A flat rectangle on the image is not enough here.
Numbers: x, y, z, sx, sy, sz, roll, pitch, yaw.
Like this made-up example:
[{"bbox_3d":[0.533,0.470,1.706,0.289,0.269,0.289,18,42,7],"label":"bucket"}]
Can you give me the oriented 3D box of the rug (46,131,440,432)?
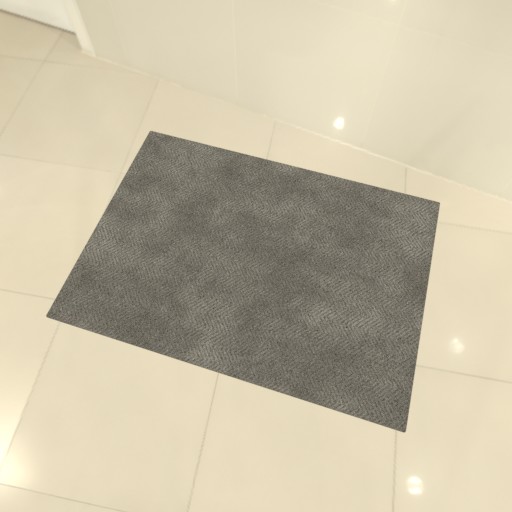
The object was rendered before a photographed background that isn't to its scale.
[{"bbox_3d":[0.000,0.000,2.949,2.235,0.008,1.600,16,64,8],"label":"rug"}]
